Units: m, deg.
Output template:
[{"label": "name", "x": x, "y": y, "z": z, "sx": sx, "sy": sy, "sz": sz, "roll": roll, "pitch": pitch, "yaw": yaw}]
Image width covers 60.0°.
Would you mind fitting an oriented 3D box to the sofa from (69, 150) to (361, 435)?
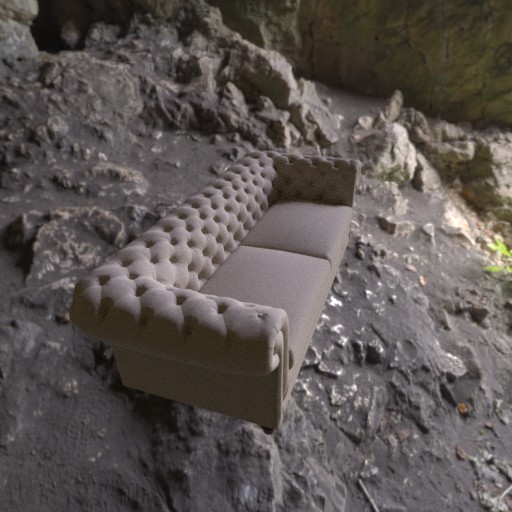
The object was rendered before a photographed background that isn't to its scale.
[{"label": "sofa", "x": 0.000, "y": 0.000, "z": 3.132, "sx": 1.076, "sy": 0.847, "sz": 2.694, "roll": 10, "pitch": 30, "yaw": 17}]
